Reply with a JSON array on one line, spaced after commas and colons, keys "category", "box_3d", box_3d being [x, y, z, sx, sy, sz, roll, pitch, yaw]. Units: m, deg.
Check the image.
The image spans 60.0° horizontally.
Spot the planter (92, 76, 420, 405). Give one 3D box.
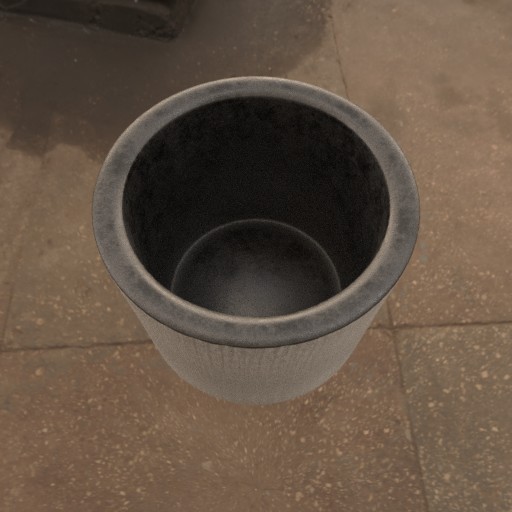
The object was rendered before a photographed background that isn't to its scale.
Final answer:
[{"category": "planter", "box_3d": [0.000, 0.000, 0.216, 0.125, 0.112, 0.125, 0, 62, 0]}]
